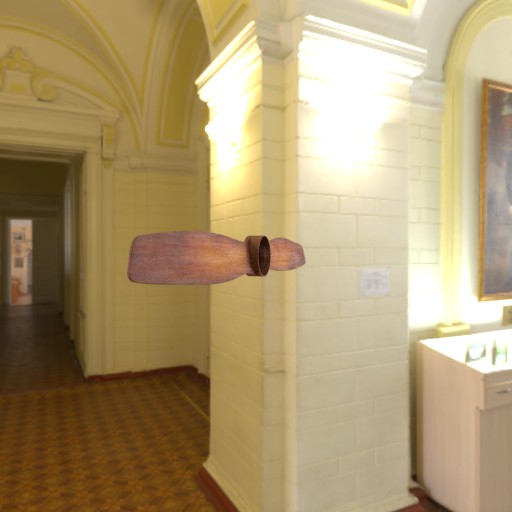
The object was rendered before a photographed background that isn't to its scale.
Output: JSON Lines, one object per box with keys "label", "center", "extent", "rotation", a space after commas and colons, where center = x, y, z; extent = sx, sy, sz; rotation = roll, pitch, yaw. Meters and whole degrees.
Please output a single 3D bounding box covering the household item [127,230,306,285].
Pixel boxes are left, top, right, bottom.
{"label": "household item", "center": [0.000, 0.000, 1.233], "extent": [0.051, 0.121, 1.181], "rotation": [0, 0, 19]}
